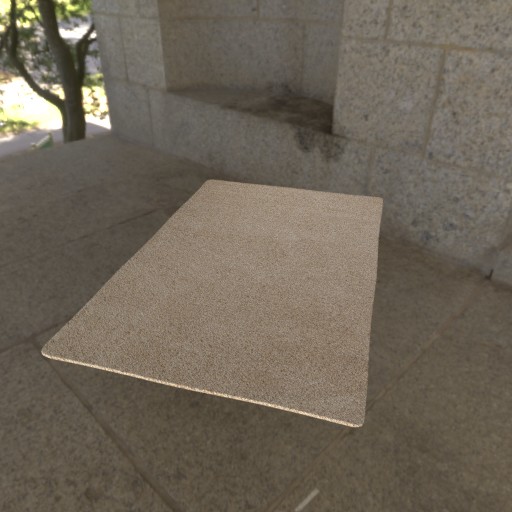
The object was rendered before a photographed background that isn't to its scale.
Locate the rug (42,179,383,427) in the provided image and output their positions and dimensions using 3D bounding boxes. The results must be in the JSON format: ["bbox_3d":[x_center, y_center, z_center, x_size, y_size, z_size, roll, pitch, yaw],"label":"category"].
[{"bbox_3d":[0.000,0.000,3.390,1.801,0.024,2.700,8,33,13],"label":"rug"}]
